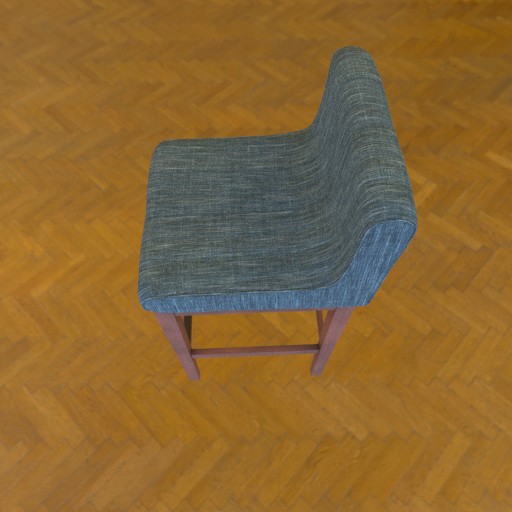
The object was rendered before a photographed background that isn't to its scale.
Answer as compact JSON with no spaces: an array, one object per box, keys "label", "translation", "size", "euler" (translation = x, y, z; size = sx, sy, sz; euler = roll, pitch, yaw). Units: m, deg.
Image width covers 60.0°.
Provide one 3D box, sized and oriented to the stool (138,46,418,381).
[{"label":"stool","translation":[0.000,0.000,1.056],"size":[0.459,0.835,0.395],"euler":[-2,59,-1]}]
